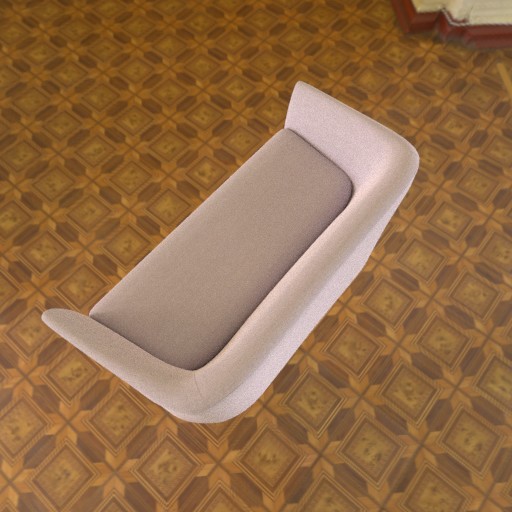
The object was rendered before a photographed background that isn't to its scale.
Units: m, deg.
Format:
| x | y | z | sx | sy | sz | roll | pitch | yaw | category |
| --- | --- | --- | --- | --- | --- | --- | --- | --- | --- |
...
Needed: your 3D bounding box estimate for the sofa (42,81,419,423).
| x | y | z | sx | sy | sz | roll | pitch | yaw | category |
| --- | --- | --- | --- | --- | --- | --- | --- | --- | --- |
| 0.000 | 0.000 | 1.832 | 0.705 | 0.721 | 1.452 | 37 | 69 | 17 | sofa |
